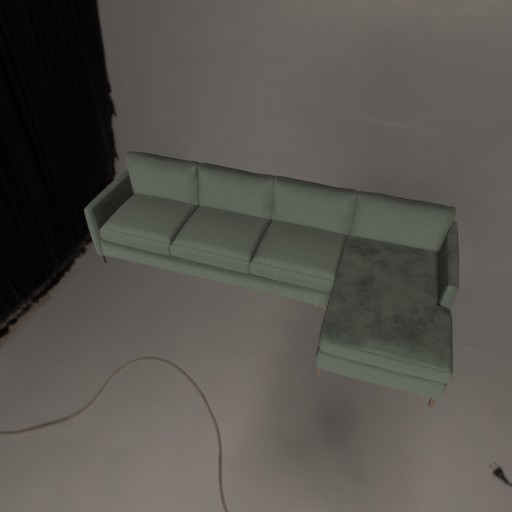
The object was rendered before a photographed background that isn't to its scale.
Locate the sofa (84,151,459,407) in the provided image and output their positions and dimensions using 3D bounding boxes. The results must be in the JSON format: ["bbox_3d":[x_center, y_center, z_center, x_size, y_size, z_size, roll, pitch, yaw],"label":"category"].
[{"bbox_3d":[0.000,0.000,3.212,2.725,0.756,1.255,12,43,14],"label":"sofa"}]
